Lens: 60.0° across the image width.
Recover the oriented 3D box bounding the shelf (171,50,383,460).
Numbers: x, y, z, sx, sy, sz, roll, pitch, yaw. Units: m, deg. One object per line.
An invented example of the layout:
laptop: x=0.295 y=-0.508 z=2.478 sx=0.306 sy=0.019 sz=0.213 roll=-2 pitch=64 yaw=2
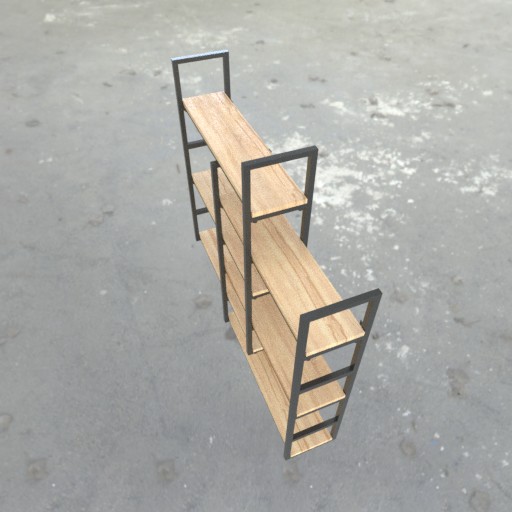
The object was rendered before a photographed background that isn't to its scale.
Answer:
shelf: x=0.000 y=0.000 z=1.414 sx=0.183 sy=0.921 sz=0.946 roll=-16 pitch=48 yaw=-15
